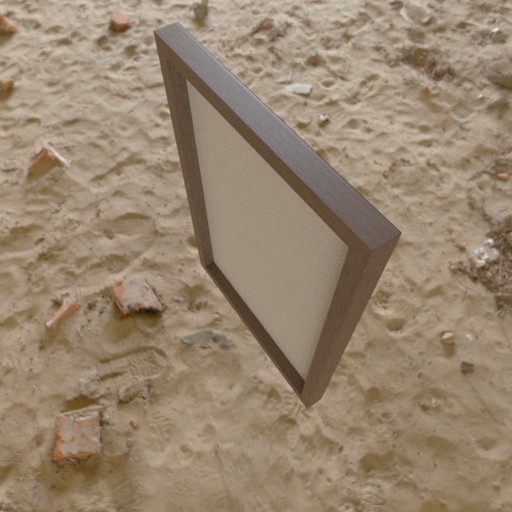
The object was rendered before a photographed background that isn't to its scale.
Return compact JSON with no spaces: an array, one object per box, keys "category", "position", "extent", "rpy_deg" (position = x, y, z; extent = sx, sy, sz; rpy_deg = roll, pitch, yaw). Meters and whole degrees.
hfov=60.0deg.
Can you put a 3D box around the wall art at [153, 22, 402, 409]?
[{"category":"wall art","position":[0.000,0.000,0.639],"extent":[0.032,0.510,0.358],"rpy_deg":[-31,63,-18]}]
